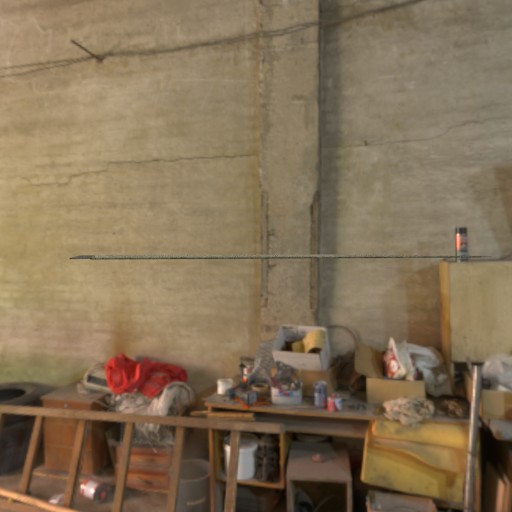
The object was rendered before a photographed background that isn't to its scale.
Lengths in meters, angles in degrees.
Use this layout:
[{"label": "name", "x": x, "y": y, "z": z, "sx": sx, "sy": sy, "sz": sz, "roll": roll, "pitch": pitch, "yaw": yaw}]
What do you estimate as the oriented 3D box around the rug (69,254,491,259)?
[{"label": "rug", "x": 0.000, "y": 0.000, "z": 4.091, "sx": 3.056, "sy": 0.010, "sz": 2.437, "roll": 0, "pitch": 1, "yaw": -20}]
